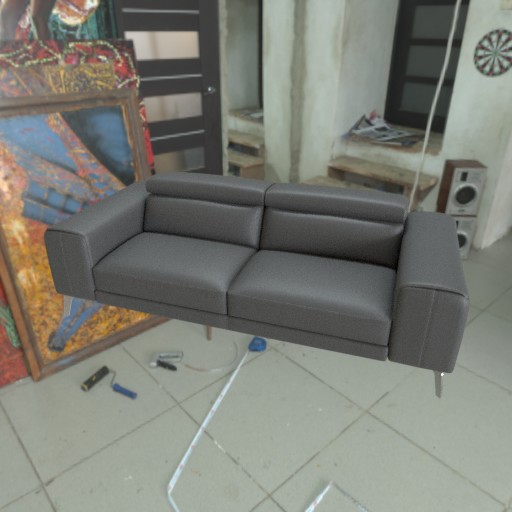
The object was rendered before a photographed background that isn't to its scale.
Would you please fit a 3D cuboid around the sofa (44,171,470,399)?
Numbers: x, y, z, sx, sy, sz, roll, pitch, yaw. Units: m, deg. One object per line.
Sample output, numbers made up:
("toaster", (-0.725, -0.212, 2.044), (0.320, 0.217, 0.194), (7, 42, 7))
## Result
("sofa", (0.000, 0.000, 2.759), (2.321, 0.759, 1.023), (9, 28, 16))
